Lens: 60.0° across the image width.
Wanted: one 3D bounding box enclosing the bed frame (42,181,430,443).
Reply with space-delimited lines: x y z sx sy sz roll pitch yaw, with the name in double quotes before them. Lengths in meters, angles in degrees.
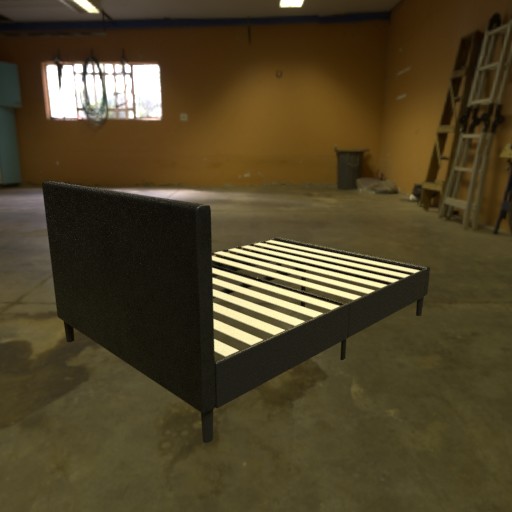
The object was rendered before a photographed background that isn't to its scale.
"bed frame" 0.000 0.000 3.260 1.634 1.127 2.318 14 20 43
